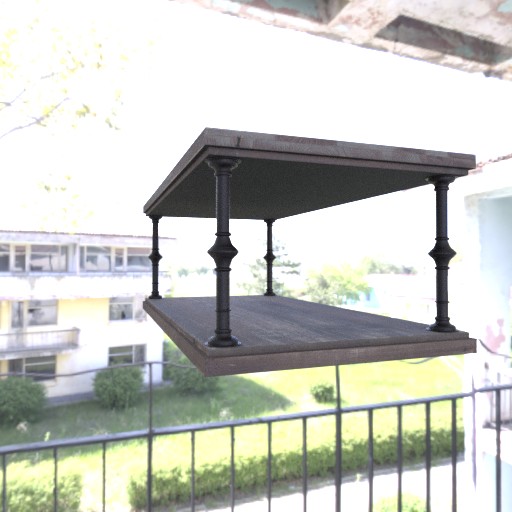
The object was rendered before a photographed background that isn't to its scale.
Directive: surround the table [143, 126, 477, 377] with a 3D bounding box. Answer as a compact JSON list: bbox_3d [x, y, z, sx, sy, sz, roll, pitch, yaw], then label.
[{"bbox_3d":[0.000,0.000,1.309,0.554,0.399,1.088,0,-1,-19],"label":"table"}]
